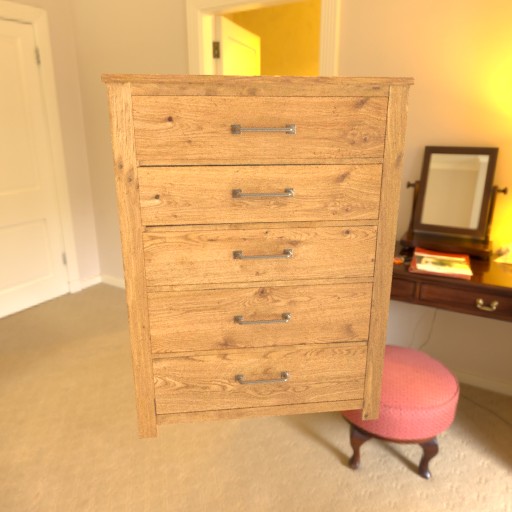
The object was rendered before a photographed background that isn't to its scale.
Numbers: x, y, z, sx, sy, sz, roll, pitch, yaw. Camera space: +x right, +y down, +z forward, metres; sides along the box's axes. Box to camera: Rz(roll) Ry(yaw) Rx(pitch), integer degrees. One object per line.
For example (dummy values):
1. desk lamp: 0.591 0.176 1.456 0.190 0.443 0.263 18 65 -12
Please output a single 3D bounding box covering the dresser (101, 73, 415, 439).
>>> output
1. dresser: 0.000 0.000 1.945 1.081 1.431 0.558 -2 17 -7
